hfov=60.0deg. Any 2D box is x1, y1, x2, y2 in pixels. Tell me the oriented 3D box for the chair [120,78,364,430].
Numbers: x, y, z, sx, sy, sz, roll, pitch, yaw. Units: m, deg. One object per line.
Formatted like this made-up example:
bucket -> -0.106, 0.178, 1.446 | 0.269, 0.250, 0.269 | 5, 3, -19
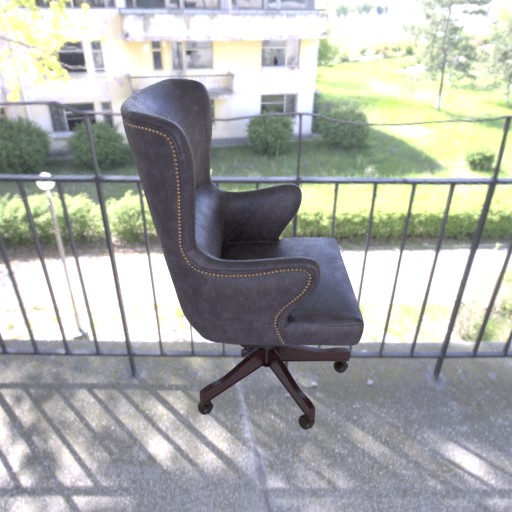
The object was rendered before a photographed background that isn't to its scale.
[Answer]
chair -> 0.000, 0.000, 1.474 | 0.717, 1.037, 0.594 | 0, 30, 0
